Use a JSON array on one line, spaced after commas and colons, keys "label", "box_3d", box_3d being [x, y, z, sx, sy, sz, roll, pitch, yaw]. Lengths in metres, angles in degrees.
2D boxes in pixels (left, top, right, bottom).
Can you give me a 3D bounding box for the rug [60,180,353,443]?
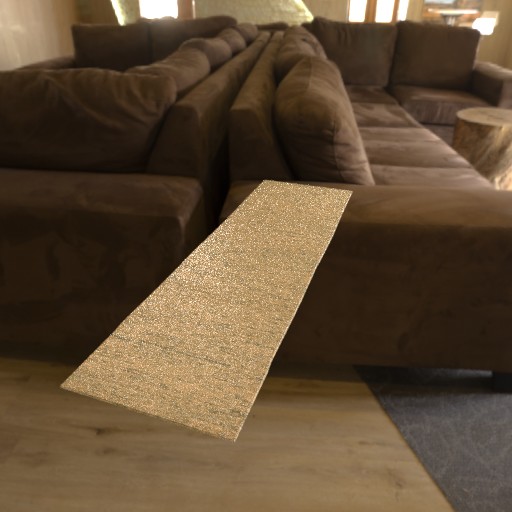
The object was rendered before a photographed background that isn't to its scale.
[{"label": "rug", "box_3d": [0.000, 0.000, 2.447, 0.700, 0.014, 2.290, 10, 31, 17]}]
